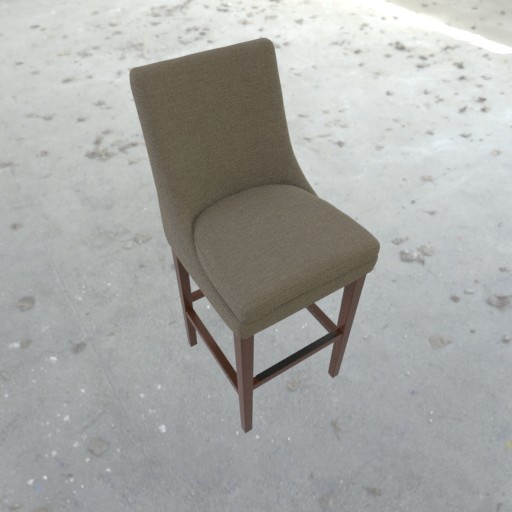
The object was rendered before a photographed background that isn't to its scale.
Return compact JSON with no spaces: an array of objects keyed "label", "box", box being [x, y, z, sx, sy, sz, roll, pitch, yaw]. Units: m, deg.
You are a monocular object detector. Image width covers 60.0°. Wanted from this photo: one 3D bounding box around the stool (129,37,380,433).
[{"label":"stool","box":[0.000,0.000,1.381,0.470,1.078,0.577,-25,50,-23]}]
